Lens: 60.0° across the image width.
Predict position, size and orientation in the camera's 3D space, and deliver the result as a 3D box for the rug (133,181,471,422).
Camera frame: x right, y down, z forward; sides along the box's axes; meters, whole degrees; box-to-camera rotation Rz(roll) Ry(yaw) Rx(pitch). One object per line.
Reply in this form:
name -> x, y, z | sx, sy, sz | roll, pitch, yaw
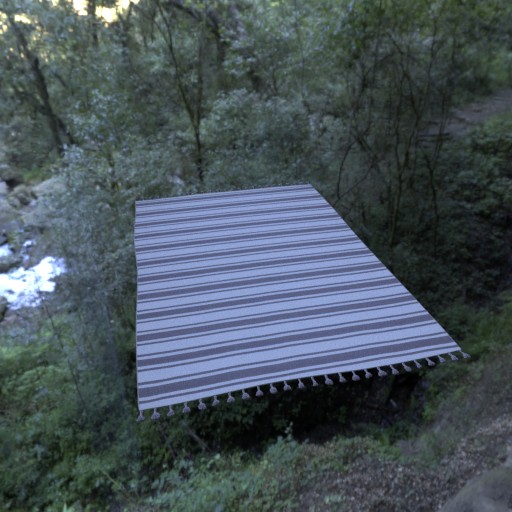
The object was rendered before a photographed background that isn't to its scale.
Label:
rug -> 0.000, 0.000, 3.802 | 2.030, 0.017, 3.040 | -7, 32, -12
